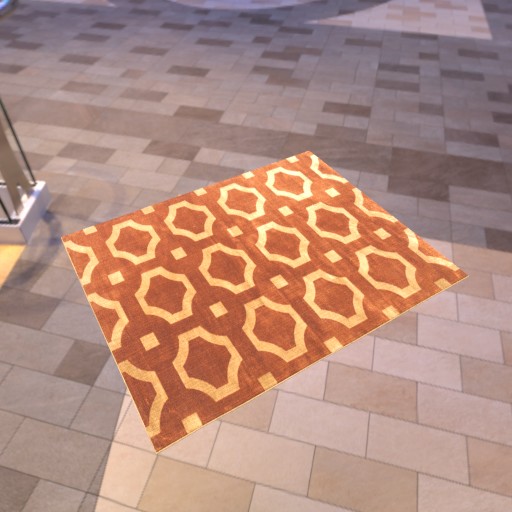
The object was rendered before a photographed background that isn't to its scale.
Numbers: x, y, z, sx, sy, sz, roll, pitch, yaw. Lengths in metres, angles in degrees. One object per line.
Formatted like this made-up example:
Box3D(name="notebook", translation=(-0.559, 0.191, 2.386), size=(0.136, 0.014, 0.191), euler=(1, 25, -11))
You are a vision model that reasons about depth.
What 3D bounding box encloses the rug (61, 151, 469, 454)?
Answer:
Box3D(name="rug", translation=(0.000, 0.000, 4.223), size=(3.049, 0.021, 2.466), euler=(-23, 50, -21))
